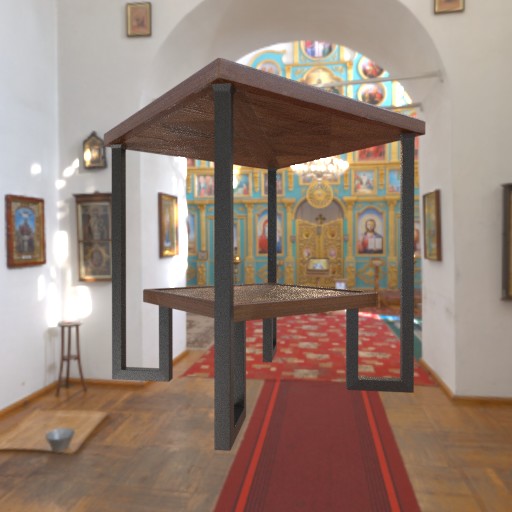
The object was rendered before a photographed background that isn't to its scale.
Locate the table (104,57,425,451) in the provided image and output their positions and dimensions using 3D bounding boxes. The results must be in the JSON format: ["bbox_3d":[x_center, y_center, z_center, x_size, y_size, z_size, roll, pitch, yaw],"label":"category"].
[{"bbox_3d":[0.000,0.000,0.972,0.503,0.563,0.503,0,1,-37],"label":"table"}]
